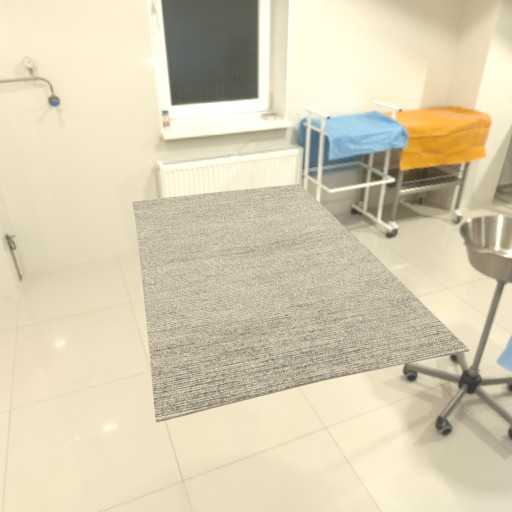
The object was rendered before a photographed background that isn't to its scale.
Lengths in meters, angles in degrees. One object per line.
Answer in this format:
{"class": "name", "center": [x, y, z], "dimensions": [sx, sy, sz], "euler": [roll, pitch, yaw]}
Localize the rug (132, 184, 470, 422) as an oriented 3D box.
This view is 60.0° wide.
{"class": "rug", "center": [0.000, 0.000, 2.264], "dimensions": [1.162, 0.022, 1.804], "euler": [-8, 31, -14]}
